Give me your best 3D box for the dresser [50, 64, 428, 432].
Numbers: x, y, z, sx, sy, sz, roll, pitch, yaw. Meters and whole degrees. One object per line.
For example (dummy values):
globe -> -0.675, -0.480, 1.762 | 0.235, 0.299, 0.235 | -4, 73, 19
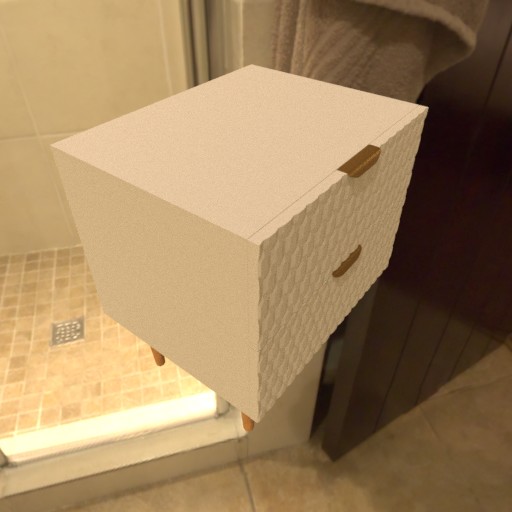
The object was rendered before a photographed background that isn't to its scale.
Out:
dresser -> 0.000, 0.000, 0.920 | 0.414, 0.568, 0.503 | 26, 47, 28
